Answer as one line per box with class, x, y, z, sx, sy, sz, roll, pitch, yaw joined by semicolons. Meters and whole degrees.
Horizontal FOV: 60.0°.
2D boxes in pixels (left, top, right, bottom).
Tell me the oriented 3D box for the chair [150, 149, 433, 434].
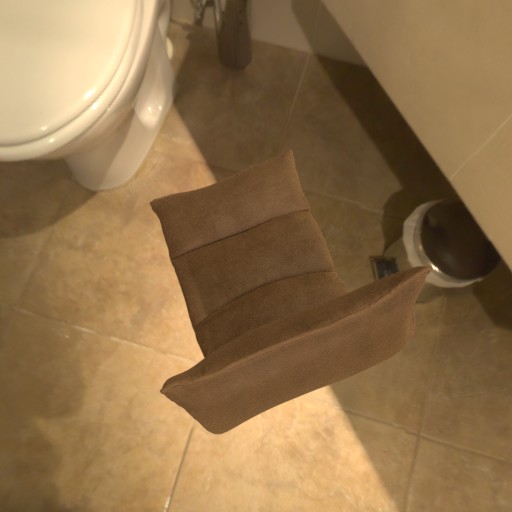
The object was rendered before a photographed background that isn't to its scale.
chair;0.000;0.000;1.548;0.714;0.892;0.985;-20;76;-5
